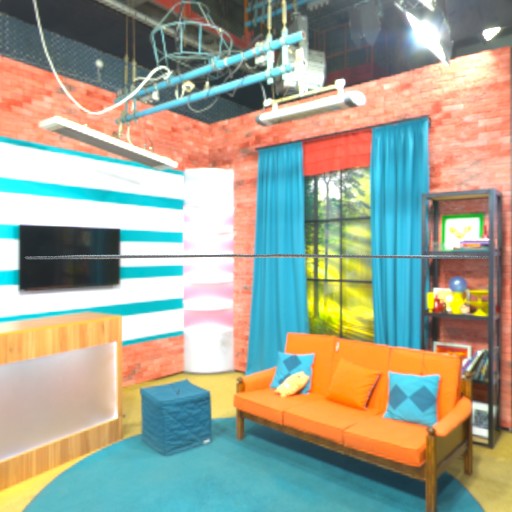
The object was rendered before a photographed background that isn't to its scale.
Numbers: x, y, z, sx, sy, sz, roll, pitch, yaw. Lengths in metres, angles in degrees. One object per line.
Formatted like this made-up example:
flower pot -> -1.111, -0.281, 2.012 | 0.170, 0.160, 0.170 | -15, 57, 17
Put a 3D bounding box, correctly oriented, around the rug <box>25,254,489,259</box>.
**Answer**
rug -> 0.000, 0.000, 2.339 | 1.853, 0.022, 1.174 | 0, 0, 0
